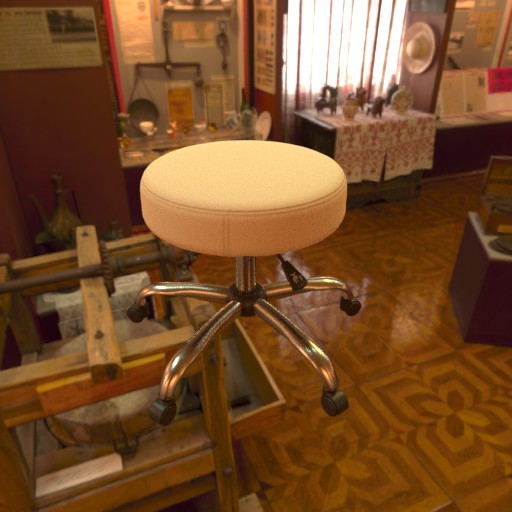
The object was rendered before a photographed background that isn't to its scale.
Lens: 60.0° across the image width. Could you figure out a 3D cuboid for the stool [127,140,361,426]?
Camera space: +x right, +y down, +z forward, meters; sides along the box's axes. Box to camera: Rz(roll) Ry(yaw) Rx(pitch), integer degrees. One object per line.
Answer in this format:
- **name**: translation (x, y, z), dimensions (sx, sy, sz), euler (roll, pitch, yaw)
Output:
- **stool**: translation (0.000, 0.000, 1.042), dimensions (0.614, 0.482, 0.634), euler (-11, 31, -18)
